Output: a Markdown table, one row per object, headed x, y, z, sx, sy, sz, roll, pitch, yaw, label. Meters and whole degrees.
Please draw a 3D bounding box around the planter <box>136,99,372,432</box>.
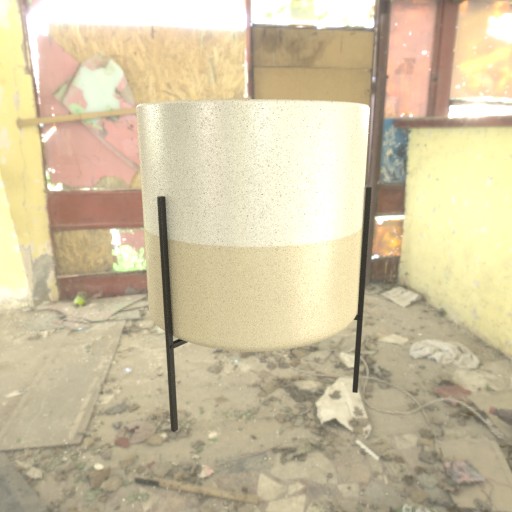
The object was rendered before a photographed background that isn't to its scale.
| x | y | z | sx | sy | sz | roll | pitch | yaw | label |
| --- | --- | --- | --- | --- | --- | --- | --- | --- | --- |
| 0.000 | 0.000 | 0.758 | 0.368 | 0.484 | 0.359 | 3 | 16 | 10 | planter |
